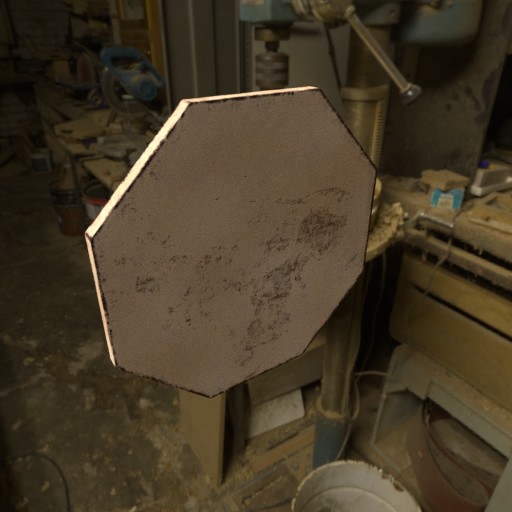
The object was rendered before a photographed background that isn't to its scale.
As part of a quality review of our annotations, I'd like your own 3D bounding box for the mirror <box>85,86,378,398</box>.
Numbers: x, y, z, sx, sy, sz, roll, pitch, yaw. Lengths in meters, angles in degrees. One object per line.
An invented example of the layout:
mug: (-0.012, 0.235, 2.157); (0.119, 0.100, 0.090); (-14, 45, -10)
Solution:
mirror: (0.000, 0.000, 0.929); (0.648, 0.648, 0.031); (-18, 33, -29)
